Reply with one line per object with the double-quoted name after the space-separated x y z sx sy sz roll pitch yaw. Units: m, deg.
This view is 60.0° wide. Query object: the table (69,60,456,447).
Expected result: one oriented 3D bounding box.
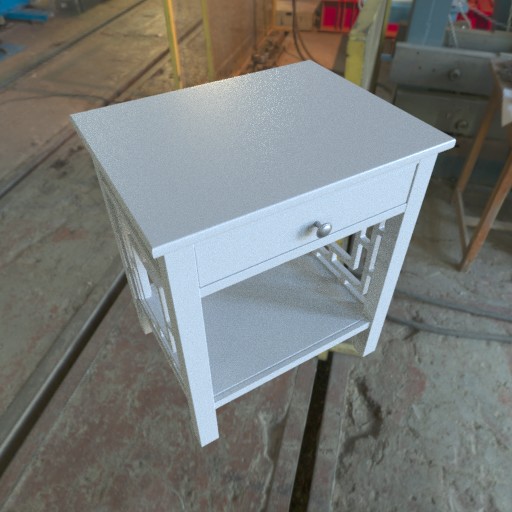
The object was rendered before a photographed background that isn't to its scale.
0.000 0.000 1.029 0.564 0.646 0.451 -22 48 -22 "table"
